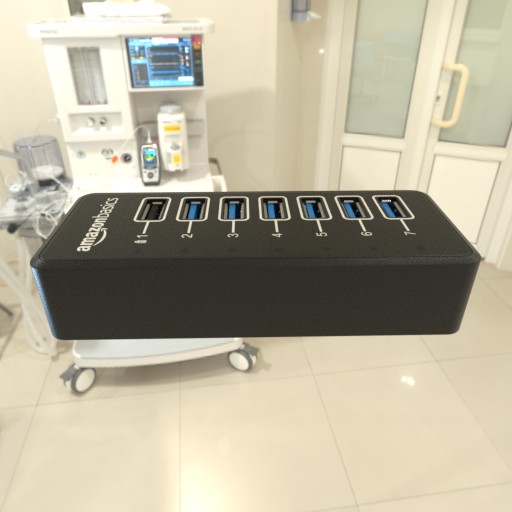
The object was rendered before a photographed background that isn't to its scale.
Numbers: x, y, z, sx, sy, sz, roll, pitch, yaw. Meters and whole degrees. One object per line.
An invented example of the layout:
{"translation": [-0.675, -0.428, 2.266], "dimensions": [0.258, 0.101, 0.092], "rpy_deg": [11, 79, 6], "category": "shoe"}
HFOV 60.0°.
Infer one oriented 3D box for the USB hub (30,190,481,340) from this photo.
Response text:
{"translation": [0.000, 0.000, 0.129], "dimensions": [0.110, 0.023, 0.044], "rpy_deg": [-1, 32, -1], "category": "USB hub"}
